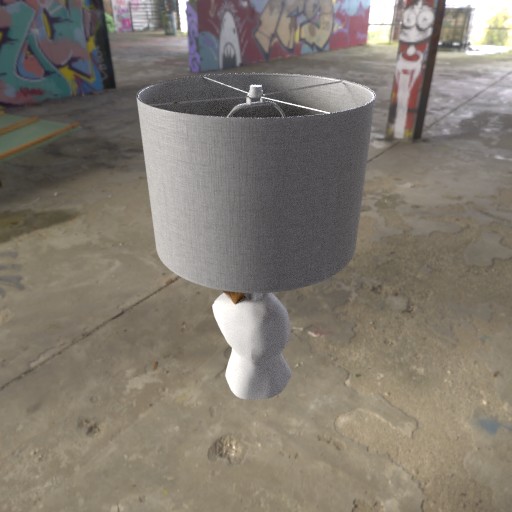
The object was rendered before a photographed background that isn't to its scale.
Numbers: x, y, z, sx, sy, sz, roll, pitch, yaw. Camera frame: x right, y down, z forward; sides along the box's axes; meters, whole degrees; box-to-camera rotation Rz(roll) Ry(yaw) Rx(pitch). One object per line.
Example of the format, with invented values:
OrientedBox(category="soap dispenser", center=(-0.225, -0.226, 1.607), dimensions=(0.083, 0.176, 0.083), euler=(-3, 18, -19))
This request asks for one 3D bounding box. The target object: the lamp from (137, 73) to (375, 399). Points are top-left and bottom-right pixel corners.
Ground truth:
OrientedBox(category="lamp", center=(0.000, 0.000, 0.692), dimensions=(0.298, 0.503, 0.298), euler=(-18, 35, -28))
